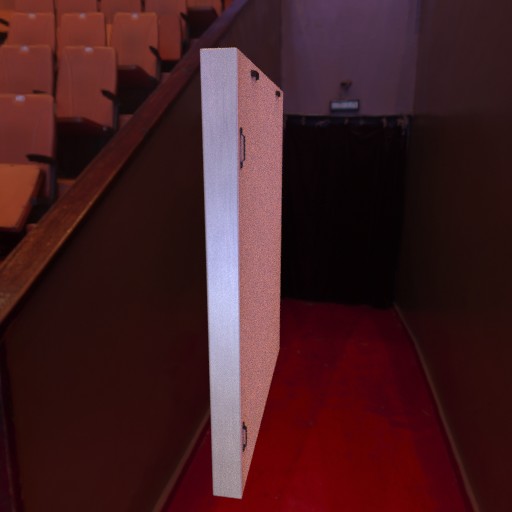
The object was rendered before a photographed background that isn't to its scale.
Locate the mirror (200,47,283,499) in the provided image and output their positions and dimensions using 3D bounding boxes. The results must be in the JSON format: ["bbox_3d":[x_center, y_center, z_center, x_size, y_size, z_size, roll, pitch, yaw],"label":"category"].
[{"bbox_3d":[0.000,0.000,0.674,0.041,0.509,0.406,2,15,9],"label":"mirror"}]
